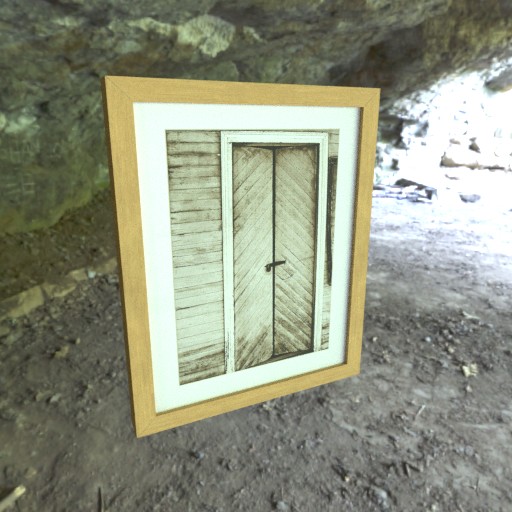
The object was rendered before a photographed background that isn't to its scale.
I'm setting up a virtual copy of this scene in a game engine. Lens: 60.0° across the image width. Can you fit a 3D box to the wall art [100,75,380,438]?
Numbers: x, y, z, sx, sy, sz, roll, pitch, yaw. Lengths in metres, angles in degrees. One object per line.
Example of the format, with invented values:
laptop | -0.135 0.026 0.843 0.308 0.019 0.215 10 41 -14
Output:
wall art | 0.000 0.000 0.524 0.312 0.380 0.030 -8 18 -25
